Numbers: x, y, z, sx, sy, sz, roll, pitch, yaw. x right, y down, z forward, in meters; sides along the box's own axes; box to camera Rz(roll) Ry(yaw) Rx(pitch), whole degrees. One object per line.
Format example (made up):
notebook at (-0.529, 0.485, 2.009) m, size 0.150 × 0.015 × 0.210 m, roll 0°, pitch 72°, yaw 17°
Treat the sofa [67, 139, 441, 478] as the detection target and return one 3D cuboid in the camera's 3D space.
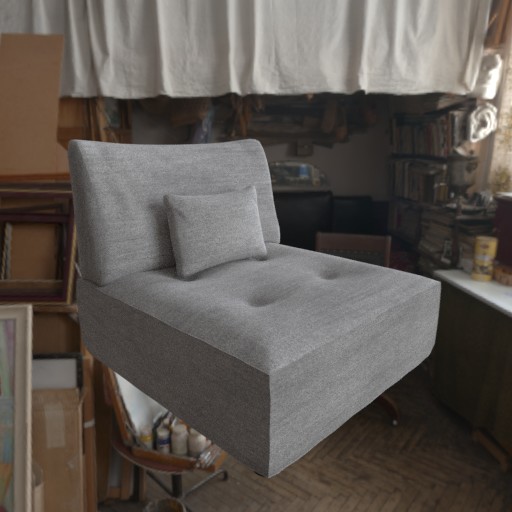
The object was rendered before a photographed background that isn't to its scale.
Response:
sofa at (0.000, 0.000, 1.615) m, size 1.000 × 0.820 × 0.930 m, roll 14°, pitch 21°, yaw 43°
